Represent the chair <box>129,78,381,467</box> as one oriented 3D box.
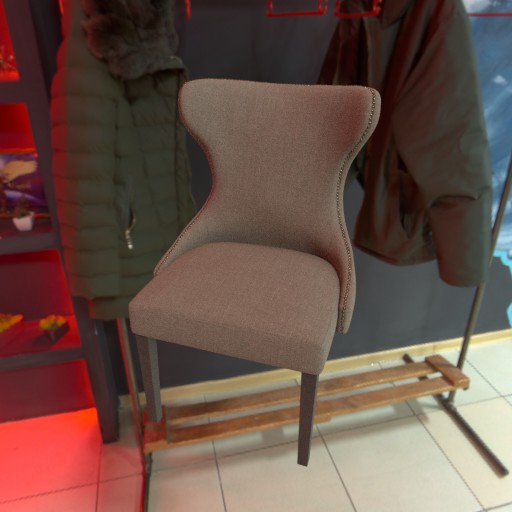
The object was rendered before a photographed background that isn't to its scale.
[{"bbox_3d":[0.000,0.000,1.368,0.628,0.967,0.635,9,29,16],"label":"chair"}]
